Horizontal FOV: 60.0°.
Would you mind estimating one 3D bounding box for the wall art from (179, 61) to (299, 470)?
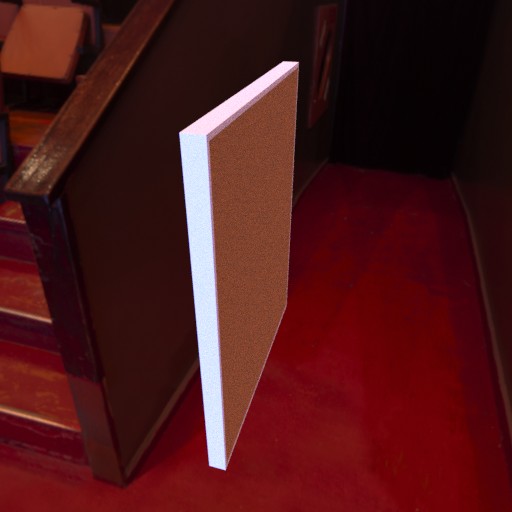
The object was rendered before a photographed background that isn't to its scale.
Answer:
[{"bbox_3d":[0.000,0.000,0.756,0.030,0.549,0.443,9,33,14],"label":"wall art"}]
